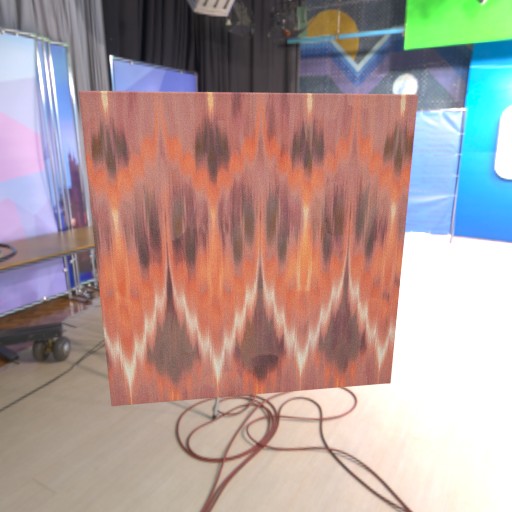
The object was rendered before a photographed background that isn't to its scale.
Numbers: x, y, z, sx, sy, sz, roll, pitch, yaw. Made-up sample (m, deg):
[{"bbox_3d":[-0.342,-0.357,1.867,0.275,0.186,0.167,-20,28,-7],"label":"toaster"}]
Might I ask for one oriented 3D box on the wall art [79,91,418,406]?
[{"bbox_3d":[0.000,0.000,0.882,0.603,0.609,0.037,-2,16,-8],"label":"wall art"}]
